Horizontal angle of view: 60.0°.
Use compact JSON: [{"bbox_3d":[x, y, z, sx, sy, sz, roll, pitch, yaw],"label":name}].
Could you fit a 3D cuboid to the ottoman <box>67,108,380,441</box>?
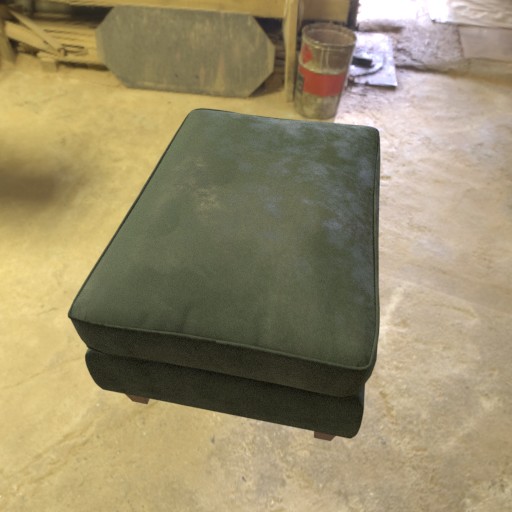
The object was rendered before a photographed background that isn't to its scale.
[{"bbox_3d":[0.000,0.000,1.250,0.632,0.495,0.864,8,47,8],"label":"ottoman"}]
